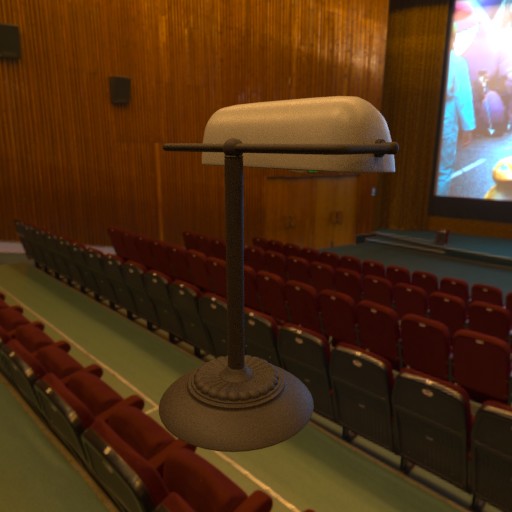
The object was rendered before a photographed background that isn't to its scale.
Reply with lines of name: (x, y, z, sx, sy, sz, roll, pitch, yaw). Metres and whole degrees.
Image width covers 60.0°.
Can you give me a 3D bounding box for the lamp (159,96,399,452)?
lamp: (0.000, 0.000, 0.500, 0.264, 0.339, 0.243, 14, 20, 43)
